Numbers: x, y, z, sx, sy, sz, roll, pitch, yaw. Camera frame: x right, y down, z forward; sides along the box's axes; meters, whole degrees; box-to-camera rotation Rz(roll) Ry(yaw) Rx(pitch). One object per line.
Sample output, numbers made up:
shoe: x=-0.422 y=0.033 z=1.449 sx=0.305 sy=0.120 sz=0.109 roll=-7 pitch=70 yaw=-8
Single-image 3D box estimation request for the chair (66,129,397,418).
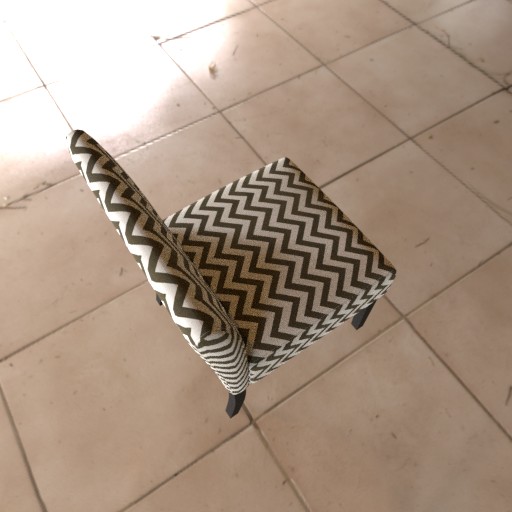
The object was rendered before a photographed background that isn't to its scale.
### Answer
chair: x=0.000 y=0.000 z=1.295 sx=0.648 sy=0.838 sz=0.589 roll=-30 pitch=64 yaw=-17
